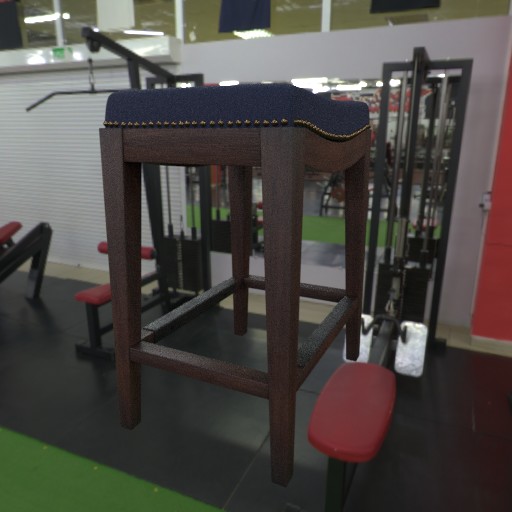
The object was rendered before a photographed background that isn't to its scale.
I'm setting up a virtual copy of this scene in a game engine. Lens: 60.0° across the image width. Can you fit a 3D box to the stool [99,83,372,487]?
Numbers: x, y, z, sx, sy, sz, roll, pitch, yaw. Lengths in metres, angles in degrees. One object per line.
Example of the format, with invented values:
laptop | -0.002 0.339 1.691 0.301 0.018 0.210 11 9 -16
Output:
stool | 0.000 0.000 0.944 0.361 0.642 0.500 8 17 25
